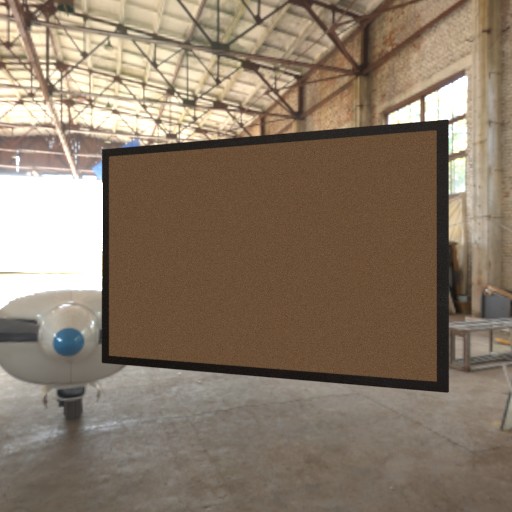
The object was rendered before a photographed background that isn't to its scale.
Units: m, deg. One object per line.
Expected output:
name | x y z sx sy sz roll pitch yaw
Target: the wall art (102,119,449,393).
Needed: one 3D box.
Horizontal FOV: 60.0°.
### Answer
wall art | 0.000 0.000 1.141 0.912 0.612 0.038 0 0 18
